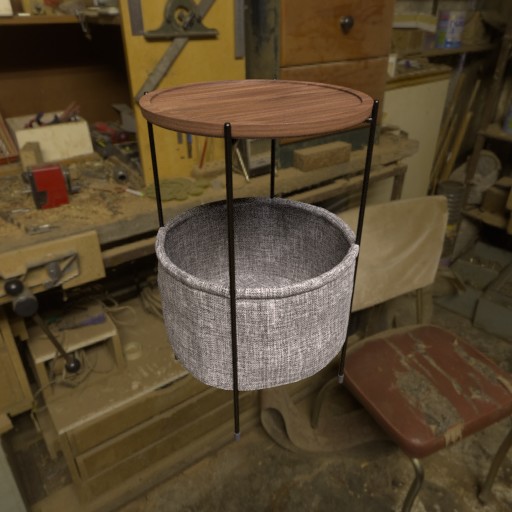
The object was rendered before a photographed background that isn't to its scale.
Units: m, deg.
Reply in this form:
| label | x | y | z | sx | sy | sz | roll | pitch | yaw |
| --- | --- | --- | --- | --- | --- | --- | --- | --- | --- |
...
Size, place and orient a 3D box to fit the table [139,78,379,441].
| label | x | y | z | sx | sy | sz | roll | pitch | yaw |
| --- | --- | --- | --- | --- | --- | --- | --- | --- | --- |
| table | 0.000 | 0.000 | 0.903 | 0.400 | 0.623 | 0.400 | -19 | 35 | -29 |
